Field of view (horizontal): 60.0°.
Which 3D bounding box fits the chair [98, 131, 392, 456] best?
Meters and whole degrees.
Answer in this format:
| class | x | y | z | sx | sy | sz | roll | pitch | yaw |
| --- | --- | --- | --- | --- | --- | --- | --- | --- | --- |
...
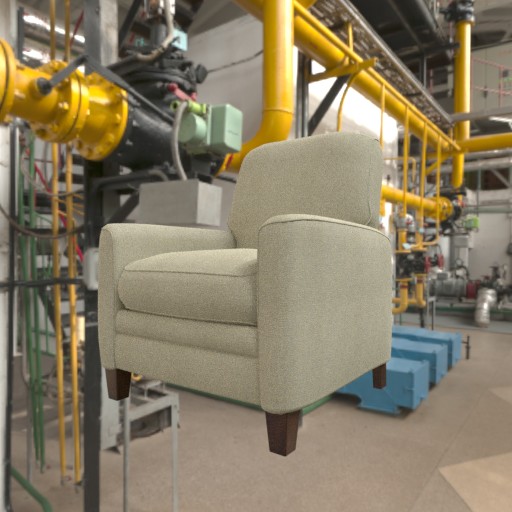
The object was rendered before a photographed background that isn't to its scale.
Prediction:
| class | x | y | z | sx | sy | sz | roll | pitch | yaw |
| --- | --- | --- | --- | --- | --- | --- | --- | --- | --- |
| chair | 0.000 | 0.000 | 1.643 | 0.850 | 1.006 | 0.853 | 1 | 1 | 36 |
